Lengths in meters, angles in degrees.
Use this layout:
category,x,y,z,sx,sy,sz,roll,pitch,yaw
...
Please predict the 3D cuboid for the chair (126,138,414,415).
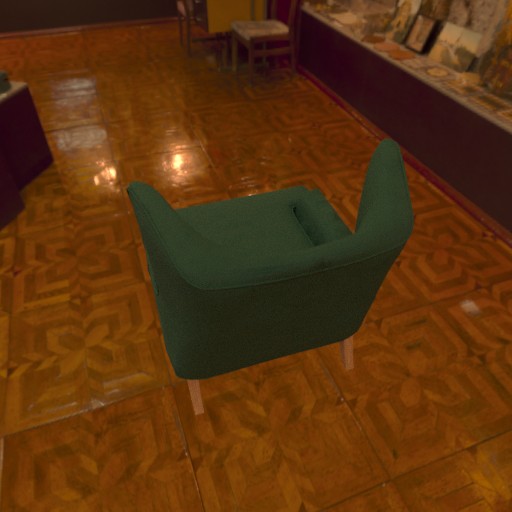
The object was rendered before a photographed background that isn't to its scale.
category,x,y,z,sx,sy,sz,roll,pitch,yaw
chair,0.000,0.000,1.636,0.793,0.952,0.910,-12,44,-13
